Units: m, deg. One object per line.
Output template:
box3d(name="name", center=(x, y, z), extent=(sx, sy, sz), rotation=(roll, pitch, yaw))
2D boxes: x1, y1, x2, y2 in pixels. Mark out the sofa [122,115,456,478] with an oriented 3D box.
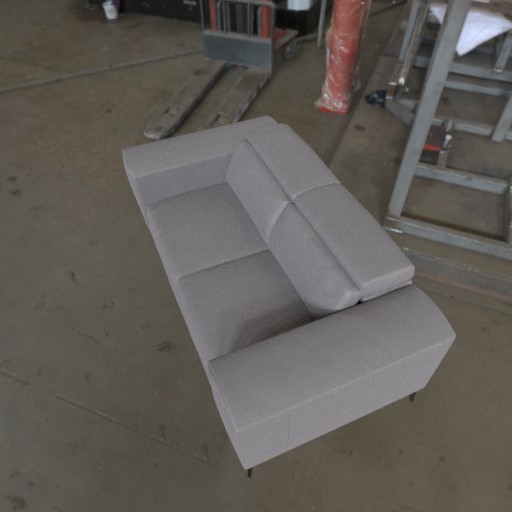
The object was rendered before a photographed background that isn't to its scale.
box3d(name="sofa", center=(0.000, 0.000, 2.424), extent=(1.003, 0.779, 1.895), rotation=(-18, 50, -16))
